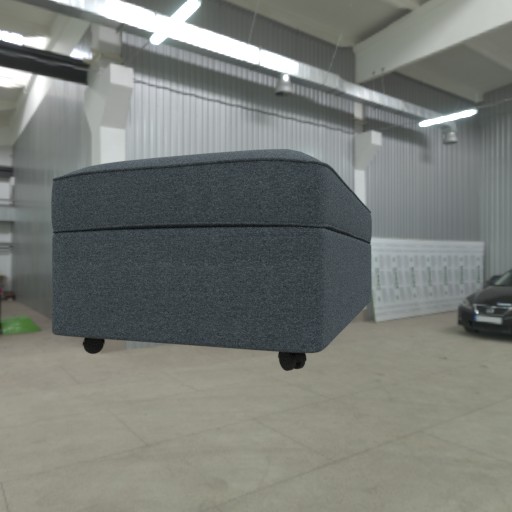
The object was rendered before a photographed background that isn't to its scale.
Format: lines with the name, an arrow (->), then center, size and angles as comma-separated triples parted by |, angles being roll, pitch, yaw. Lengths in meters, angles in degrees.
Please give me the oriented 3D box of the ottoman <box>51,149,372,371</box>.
ottoman -> 0.000, 0.000, 1.514 | 0.681, 0.494, 1.173 | 0, 0, 19
